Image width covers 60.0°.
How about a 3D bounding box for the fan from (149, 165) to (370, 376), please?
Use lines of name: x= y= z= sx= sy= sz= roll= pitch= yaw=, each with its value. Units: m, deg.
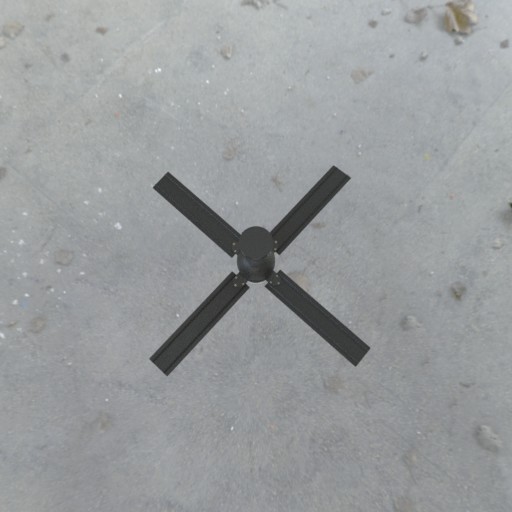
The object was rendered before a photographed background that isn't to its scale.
fan: x=0.000 y=0.000 z=2.012 sx=1.319 sy=0.410 sz=1.319 roll=40 pitch=78 yaw=10
